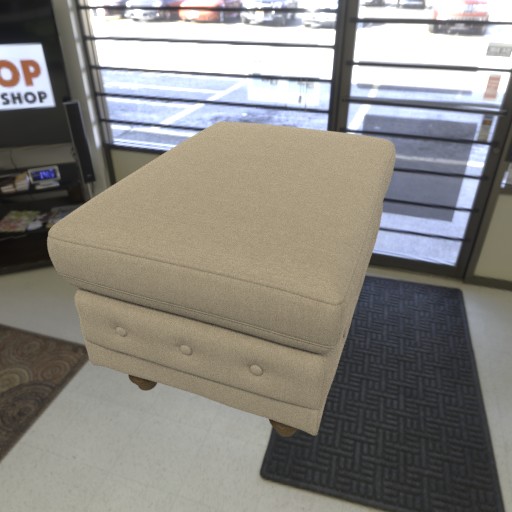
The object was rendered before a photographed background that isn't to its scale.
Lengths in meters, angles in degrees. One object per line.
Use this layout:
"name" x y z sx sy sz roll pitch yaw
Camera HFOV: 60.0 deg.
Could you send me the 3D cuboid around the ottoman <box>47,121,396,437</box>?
"ottoman" 0.000 0.000 1.124 0.569 0.500 0.771 12 34 18
